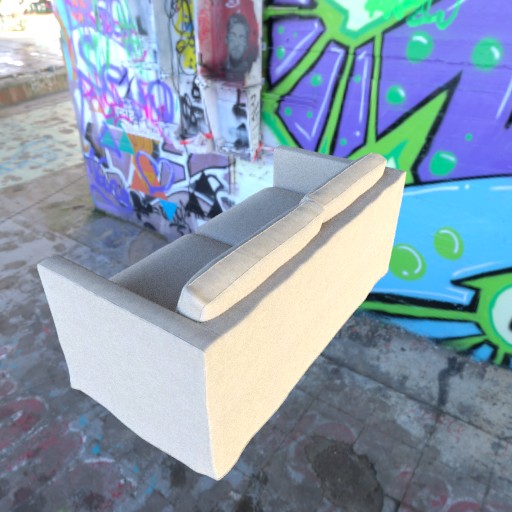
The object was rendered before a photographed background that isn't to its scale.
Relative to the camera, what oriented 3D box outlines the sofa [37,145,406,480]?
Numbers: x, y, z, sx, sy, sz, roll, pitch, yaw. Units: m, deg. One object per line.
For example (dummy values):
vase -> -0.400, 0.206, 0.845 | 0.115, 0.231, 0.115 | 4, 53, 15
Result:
sofa -> 0.000, 0.000, 2.438 | 0.962, 0.835, 1.959 | 20, 37, 29
